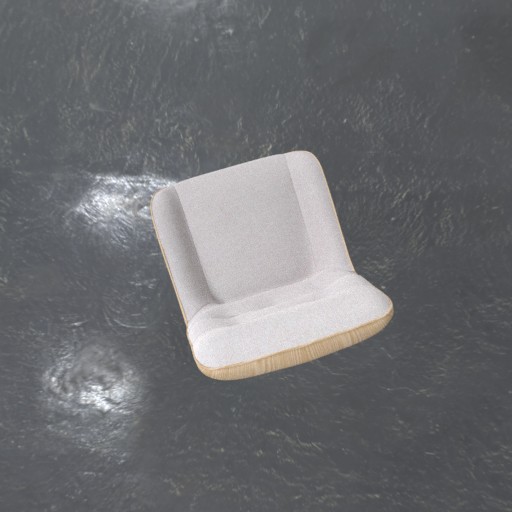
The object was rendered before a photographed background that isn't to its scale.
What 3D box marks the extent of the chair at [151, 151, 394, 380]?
[{"bbox_3d":[0.000,0.000,1.363,0.564,0.952,0.668,-17,77,-4],"label":"chair"}]
